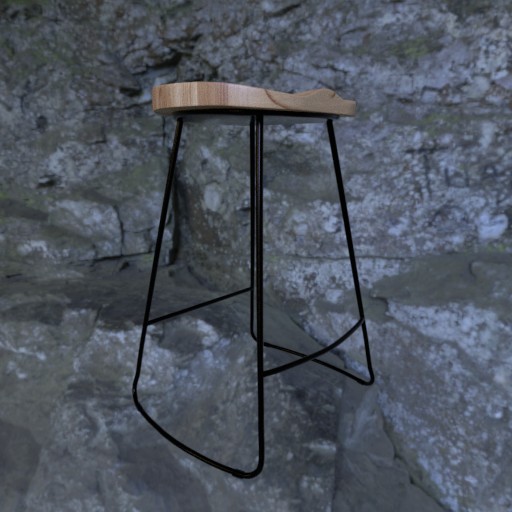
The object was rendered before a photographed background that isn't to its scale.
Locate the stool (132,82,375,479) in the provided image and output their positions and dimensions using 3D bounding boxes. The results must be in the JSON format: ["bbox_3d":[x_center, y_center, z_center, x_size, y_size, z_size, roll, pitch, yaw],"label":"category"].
[{"bbox_3d":[0.000,0.000,0.959,0.401,0.679,0.480,12,18,41],"label":"stool"}]
